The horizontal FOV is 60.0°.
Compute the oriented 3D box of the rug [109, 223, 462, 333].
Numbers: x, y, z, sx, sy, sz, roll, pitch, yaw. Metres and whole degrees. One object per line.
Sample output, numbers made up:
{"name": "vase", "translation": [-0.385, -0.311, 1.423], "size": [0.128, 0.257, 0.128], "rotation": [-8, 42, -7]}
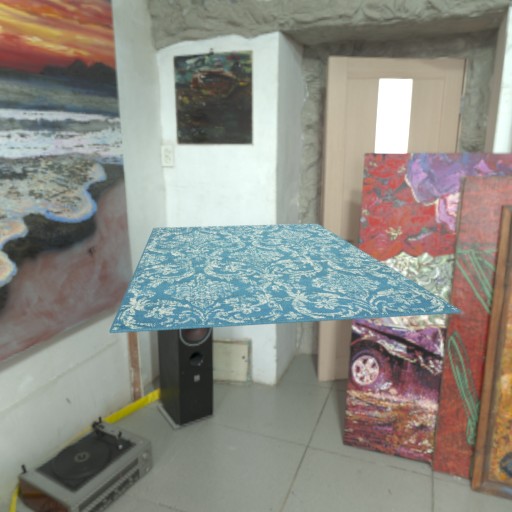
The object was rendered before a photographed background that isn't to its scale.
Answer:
{"name": "rug", "translation": [0.000, 0.000, 3.551], "size": [1.816, 0.018, 2.746], "rotation": [-2, 14, -8]}
